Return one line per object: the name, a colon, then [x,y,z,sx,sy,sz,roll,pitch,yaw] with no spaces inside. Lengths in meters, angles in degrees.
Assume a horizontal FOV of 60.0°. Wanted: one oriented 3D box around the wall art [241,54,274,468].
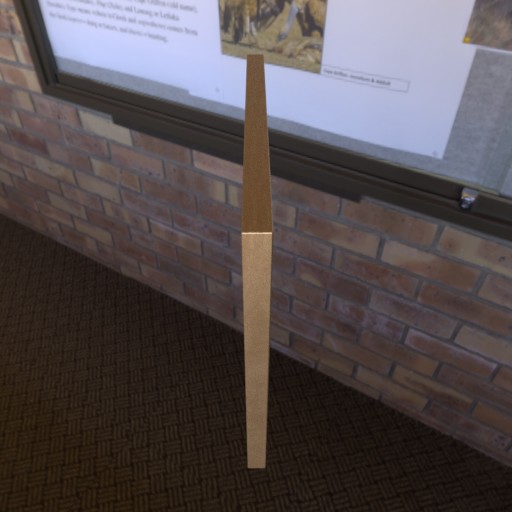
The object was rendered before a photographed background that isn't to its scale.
wall art: [0.000,0.000,0.763,0.030,0.506,0.503,0,42,0]
